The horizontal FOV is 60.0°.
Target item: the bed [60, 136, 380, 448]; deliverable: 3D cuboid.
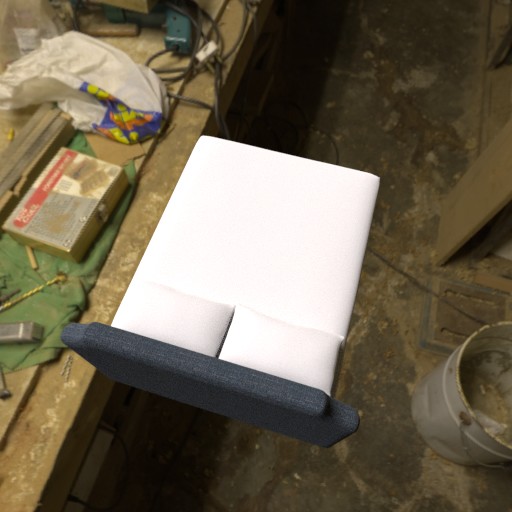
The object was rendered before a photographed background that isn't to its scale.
[{"bbox_3d":[0.000,0.000,3.389,1.828,1.297,2.208,15,63,8],"label":"bed"}]
